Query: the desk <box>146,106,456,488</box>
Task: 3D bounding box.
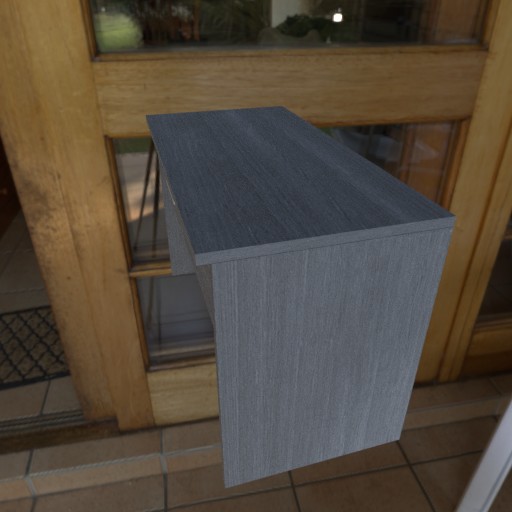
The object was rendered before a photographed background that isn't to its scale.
[{"bbox_3d":[0.000,0.000,1.508,0.557,0.729,1.099,-9,32,-14],"label":"desk"}]
